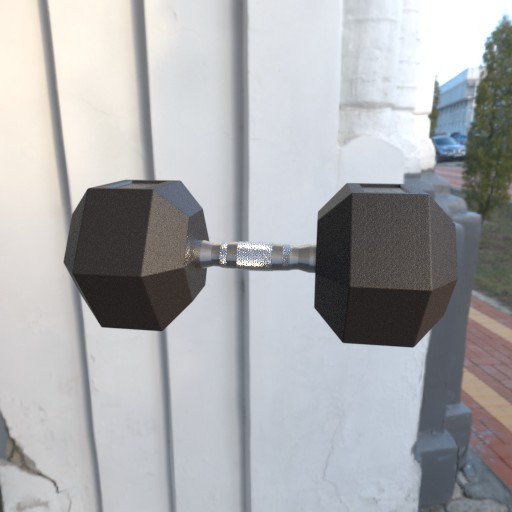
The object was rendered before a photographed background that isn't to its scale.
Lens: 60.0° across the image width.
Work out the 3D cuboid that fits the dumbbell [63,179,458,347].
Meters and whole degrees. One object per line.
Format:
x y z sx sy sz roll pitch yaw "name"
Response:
0.000 0.000 0.477 0.384 0.150 0.173 2 16 8 "dumbbell"
